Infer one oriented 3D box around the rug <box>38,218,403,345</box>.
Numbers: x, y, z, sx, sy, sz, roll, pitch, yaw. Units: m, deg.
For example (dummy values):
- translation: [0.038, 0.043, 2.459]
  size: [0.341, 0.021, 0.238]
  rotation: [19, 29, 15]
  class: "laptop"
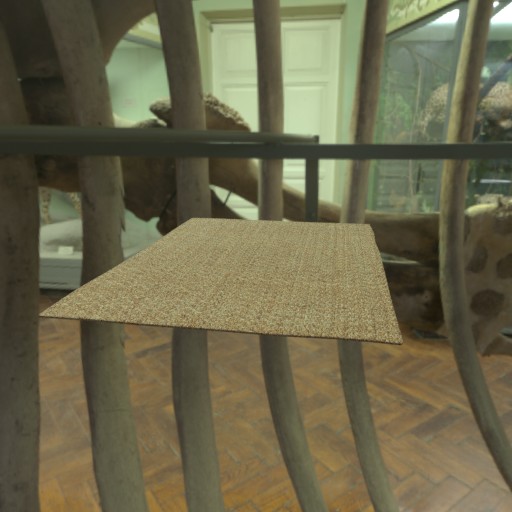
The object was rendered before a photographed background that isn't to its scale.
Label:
- translation: [0.000, 0.000, 2.796]
  size: [1.566, 0.013, 2.141]
  rotation: [3, 17, 9]
  class: "rug"
